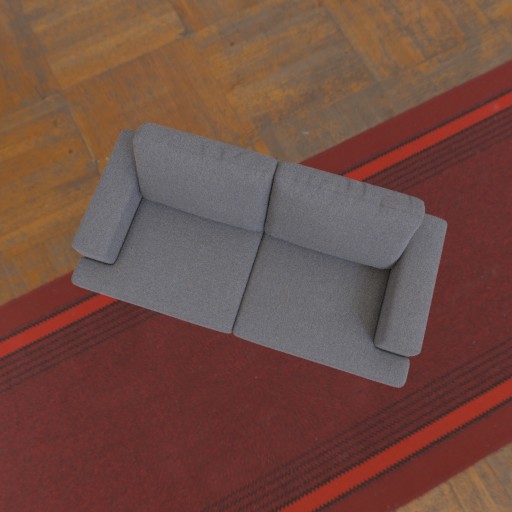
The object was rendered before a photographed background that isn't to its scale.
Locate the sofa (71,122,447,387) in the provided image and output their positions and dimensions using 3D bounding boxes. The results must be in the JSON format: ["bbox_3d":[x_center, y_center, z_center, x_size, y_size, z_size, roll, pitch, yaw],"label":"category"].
[{"bbox_3d":[0.000,0.000,2.144,1.650,0.810,0.785,17,75,5],"label":"sofa"}]
